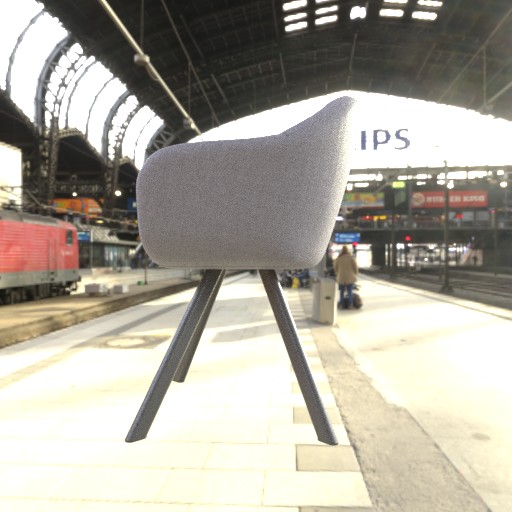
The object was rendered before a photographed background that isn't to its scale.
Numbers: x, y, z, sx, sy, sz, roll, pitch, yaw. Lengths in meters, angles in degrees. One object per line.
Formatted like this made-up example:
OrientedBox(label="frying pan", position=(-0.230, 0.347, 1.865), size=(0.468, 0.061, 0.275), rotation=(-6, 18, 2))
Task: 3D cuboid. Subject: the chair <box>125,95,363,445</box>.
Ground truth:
OrientedBox(label="chair", position=(0.000, 0.000, 1.181), size=(0.550, 0.795, 0.590), rotation=(0, 0, 2))
